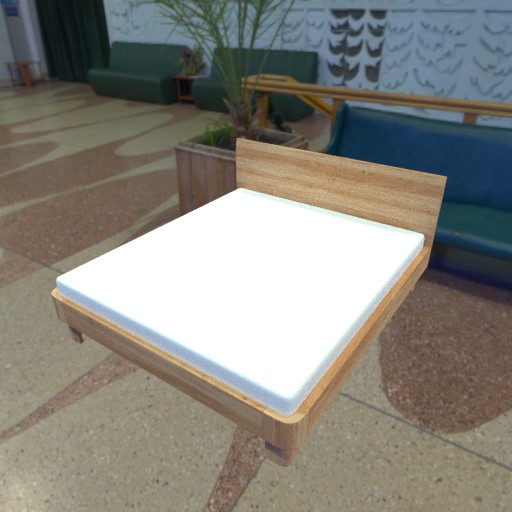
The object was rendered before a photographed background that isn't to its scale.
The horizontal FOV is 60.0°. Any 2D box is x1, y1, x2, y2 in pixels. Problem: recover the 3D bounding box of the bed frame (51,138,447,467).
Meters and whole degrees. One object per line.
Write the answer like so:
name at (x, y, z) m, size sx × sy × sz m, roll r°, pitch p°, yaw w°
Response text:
bed frame at (0.000, 0.000, 3.117) m, size 1.872 × 0.940 × 2.092 m, roll 19°, pitch 34°, yaw 30°
